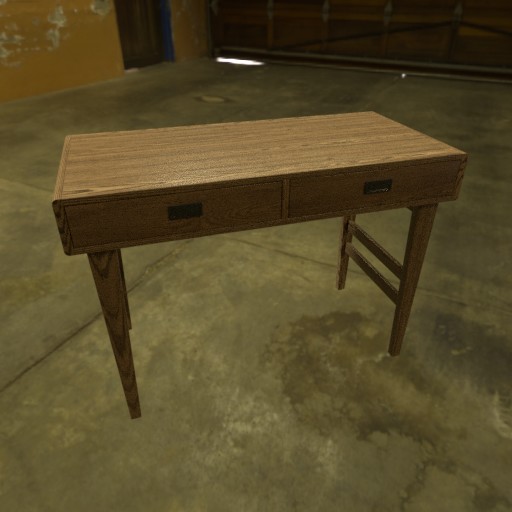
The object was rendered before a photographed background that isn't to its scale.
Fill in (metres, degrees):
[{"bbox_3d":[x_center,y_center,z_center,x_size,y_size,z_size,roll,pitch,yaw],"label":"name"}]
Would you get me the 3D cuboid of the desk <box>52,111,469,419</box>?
[{"bbox_3d":[0.000,0.000,1.474,1.067,0.755,0.508,-9,32,-15],"label":"desk"}]
